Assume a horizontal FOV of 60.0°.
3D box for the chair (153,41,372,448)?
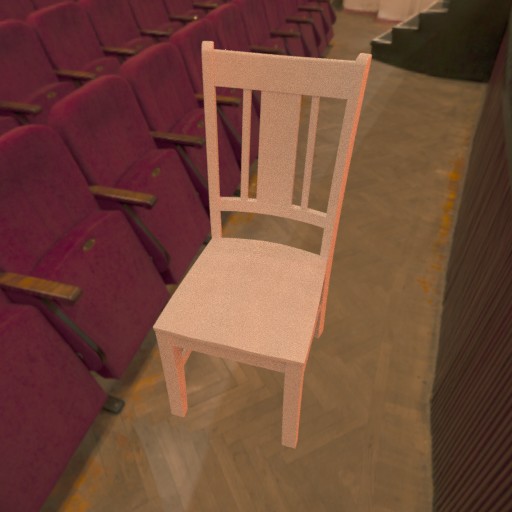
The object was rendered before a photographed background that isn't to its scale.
[{"bbox_3d":[0.000,0.000,1.274,0.450,0.998,0.555,11,40,13],"label":"chair"}]
